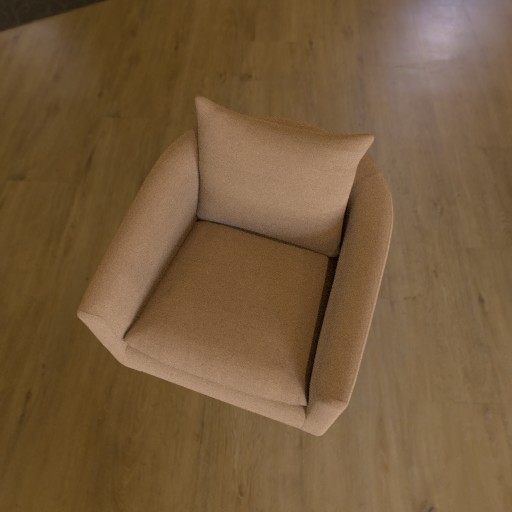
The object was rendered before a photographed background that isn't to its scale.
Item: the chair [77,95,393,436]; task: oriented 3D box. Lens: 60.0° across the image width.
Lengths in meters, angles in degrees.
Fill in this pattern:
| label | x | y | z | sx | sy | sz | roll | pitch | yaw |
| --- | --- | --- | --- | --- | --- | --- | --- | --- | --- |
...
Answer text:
| label | x | y | z | sx | sy | sz | roll | pitch | yaw |
| --- | --- | --- | --- | --- | --- | --- | --- | --- | --- |
| chair | 0.000 | 0.000 | 1.588 | 0.845 | 0.848 | 0.910 | 17 | 60 | 10 |
